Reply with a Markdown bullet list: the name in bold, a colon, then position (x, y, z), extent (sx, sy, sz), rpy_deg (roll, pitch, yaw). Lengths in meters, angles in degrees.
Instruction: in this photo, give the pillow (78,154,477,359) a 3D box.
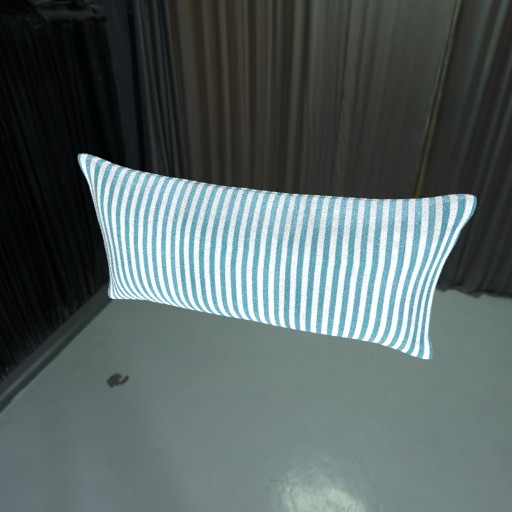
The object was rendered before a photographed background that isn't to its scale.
- **pillow**: position (0.000, 0.000, 0.740), extent (0.617, 0.295, 0.151), rpy_deg (9, 32, 14)
